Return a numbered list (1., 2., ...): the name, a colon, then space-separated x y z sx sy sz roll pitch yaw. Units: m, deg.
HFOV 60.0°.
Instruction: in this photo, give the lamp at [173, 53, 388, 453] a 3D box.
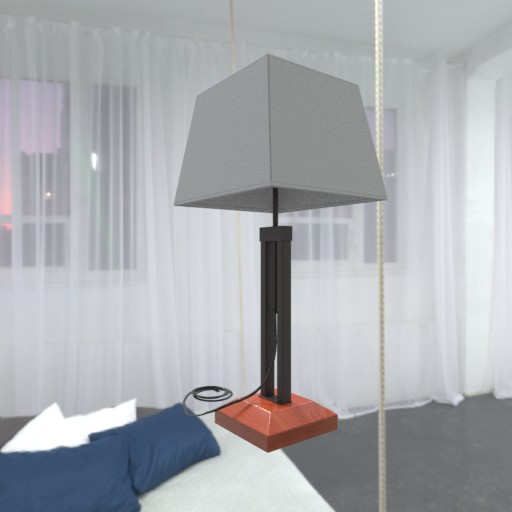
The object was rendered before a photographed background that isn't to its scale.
1. lamp: 0.000 0.000 1.016 0.310 0.737 0.498 0 0 -36
